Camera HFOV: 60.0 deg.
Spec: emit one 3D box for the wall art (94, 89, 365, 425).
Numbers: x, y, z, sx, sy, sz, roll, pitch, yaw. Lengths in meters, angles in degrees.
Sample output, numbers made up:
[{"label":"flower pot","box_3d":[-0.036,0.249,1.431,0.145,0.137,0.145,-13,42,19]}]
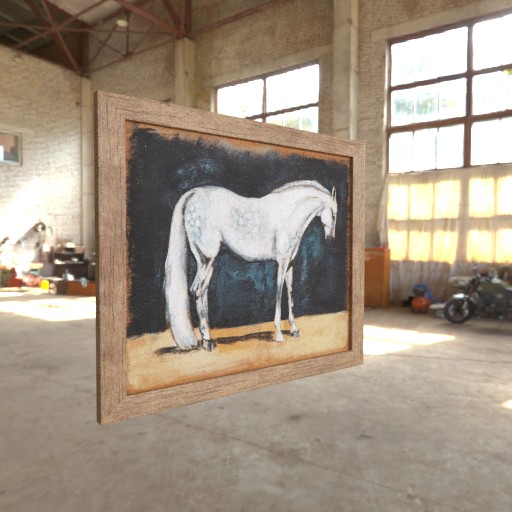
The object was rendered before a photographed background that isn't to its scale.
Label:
[{"label":"wall art","box_3d":[0.000,0.000,0.984,0.690,0.588,0.026,-1,2,-36]}]
